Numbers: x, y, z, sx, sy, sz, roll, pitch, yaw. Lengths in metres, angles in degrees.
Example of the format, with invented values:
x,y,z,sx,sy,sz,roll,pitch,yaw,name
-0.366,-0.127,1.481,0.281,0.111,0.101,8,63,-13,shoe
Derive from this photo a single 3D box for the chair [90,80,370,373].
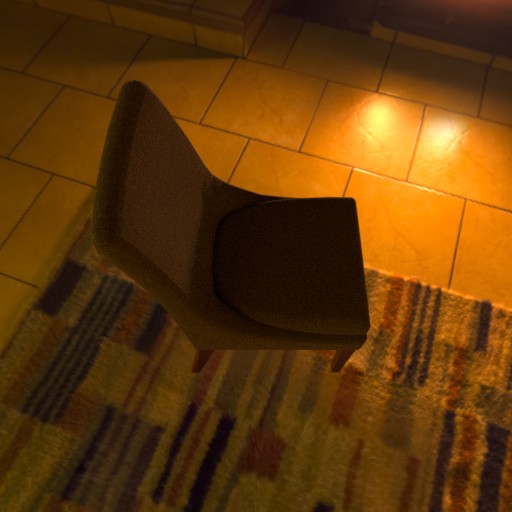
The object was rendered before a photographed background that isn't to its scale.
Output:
x,y,z,sx,sy,sz,roll,pitch,yaw,name
0.000,0.000,1.347,0.655,0.952,0.508,0,63,0,chair
